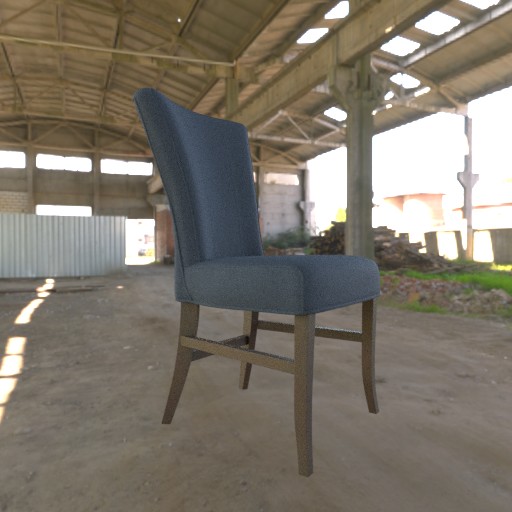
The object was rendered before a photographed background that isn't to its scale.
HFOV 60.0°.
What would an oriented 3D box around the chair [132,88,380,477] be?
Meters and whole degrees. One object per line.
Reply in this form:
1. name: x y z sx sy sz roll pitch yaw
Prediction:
1. chair: 0.000 0.000 1.370 0.660 0.991 0.520 1 1 34
